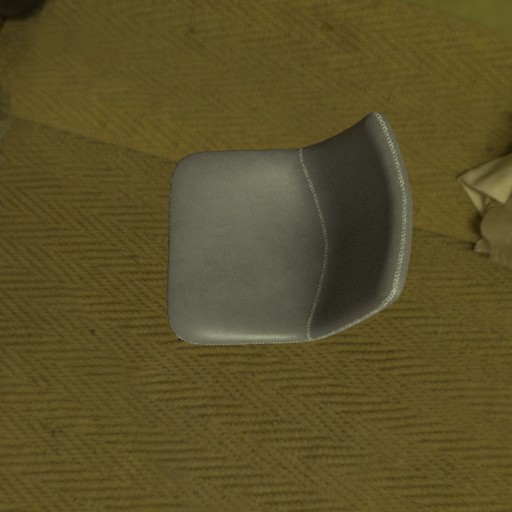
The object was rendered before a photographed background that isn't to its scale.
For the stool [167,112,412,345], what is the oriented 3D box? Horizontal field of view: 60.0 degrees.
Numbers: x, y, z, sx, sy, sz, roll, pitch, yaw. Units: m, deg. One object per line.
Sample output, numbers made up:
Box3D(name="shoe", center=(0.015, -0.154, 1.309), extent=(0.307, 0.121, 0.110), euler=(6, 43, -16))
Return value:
Box3D(name="stool", center=(0.000, 0.000, 1.185), extent=(0.546, 0.876, 0.470), euler=(-1, 77, 0))
